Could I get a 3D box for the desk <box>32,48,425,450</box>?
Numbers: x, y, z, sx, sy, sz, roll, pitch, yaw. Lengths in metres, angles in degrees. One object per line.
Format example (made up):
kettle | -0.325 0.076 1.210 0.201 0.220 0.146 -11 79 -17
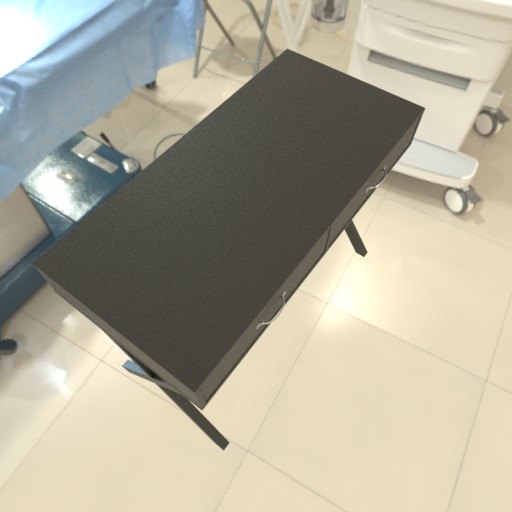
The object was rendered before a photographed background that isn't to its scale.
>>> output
desk | 0.000 0.000 1.512 0.525 0.780 1.057 32 63 19
